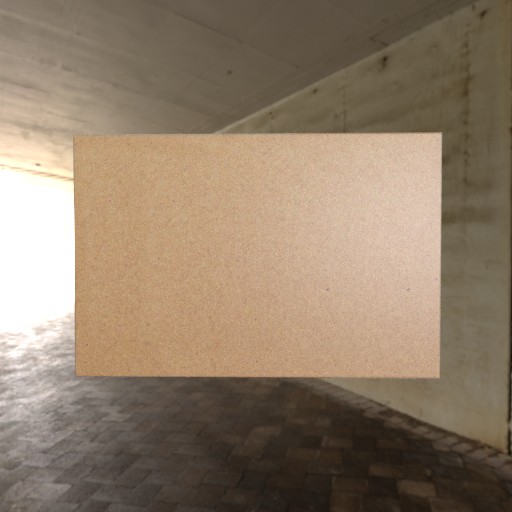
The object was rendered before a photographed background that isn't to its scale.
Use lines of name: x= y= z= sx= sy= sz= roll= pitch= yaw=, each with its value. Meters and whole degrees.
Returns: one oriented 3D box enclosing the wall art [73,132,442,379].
wall art: x=0.000 y=0.000 z=0.753 sx=0.615 sy=0.410 sz=0.021 roll=0 pitch=1 yaw=1
